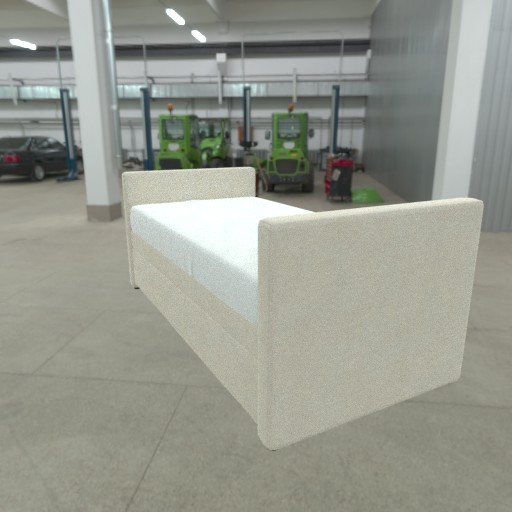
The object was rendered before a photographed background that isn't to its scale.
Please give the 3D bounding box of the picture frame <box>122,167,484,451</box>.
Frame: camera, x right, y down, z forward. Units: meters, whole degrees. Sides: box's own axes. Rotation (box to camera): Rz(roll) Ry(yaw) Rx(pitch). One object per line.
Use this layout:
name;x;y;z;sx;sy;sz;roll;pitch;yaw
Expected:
picture frame;0.000;0.000;2.680;1.069;0.891;2.161;-8;18;-27
